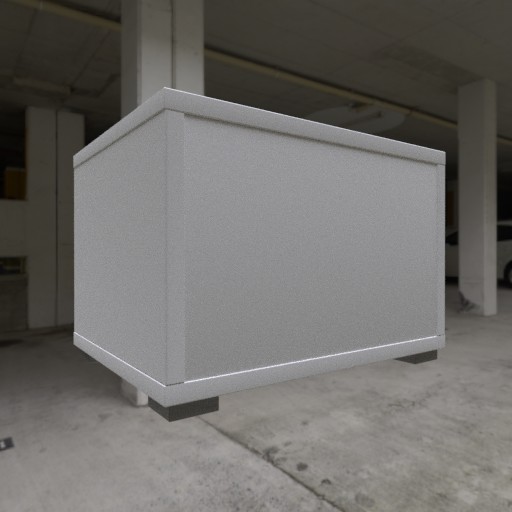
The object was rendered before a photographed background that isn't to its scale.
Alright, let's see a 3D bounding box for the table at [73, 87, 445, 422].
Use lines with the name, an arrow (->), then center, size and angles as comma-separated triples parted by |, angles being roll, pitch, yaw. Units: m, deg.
table -> 0.000, 0.000, 0.777 | 0.517, 0.357, 0.399 | 0, 0, -35
